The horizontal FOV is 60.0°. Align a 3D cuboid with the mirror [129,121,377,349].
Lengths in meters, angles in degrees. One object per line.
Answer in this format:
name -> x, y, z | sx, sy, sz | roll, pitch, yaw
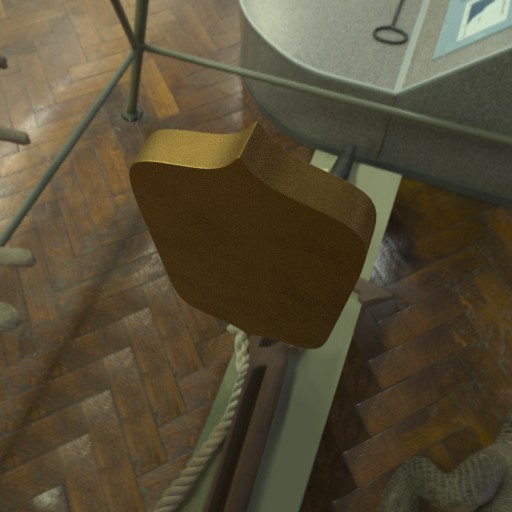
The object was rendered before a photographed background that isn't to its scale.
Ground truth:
mirror -> 0.000, 0.000, 0.738 | 0.323, 0.613, 0.096 | 19, 65, 9
